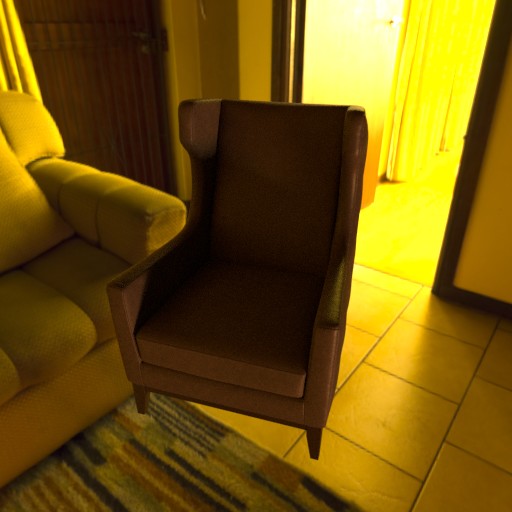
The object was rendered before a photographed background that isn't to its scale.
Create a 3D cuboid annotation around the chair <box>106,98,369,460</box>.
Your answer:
[{"bbox_3d":[0.000,0.000,1.713,0.769,1.079,0.899,8,29,15],"label":"chair"}]
